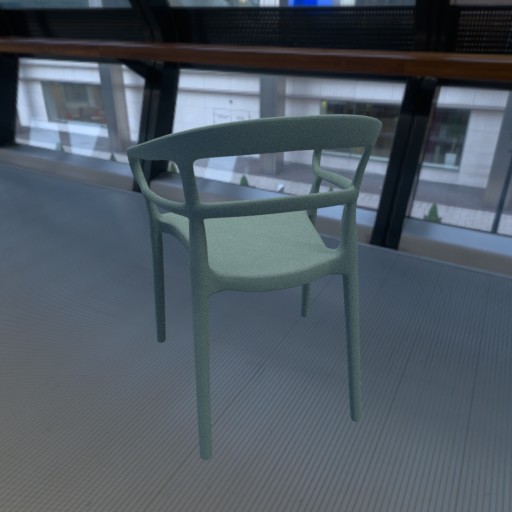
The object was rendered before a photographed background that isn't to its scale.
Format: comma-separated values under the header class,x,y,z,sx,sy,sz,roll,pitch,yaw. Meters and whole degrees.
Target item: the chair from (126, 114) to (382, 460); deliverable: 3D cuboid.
class,x,y,z,sx,sy,sz,roll,pitch,yaw
chair,0.000,0.000,1.121,0.559,0.761,0.527,-8,27,-15
